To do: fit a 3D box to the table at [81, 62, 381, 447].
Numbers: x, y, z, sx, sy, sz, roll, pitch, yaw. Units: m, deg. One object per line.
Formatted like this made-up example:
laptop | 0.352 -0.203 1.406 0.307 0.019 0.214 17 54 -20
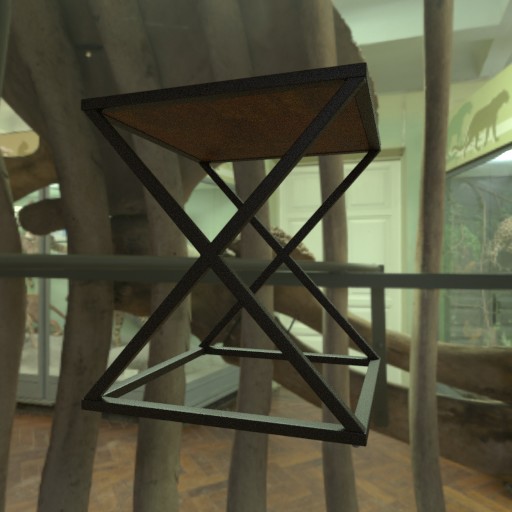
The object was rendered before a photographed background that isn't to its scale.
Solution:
table | 0.000 0.000 0.957 0.500 0.565 0.500 0 0 18
